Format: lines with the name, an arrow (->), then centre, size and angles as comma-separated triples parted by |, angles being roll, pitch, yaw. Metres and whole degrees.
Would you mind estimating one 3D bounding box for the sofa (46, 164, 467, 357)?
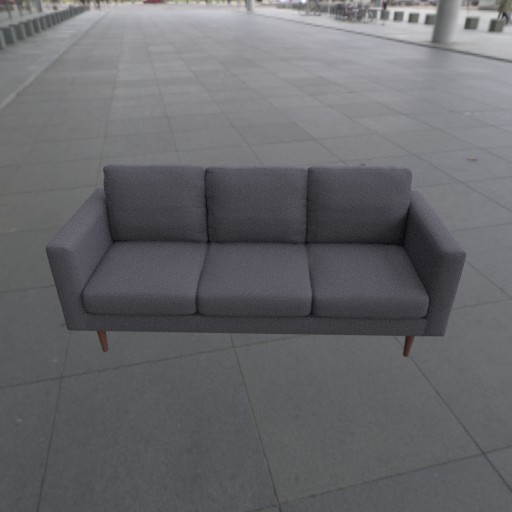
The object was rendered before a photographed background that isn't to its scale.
sofa -> 0.000, 0.000, 2.546 | 2.029, 0.912, 0.802 | 1, 31, 1
